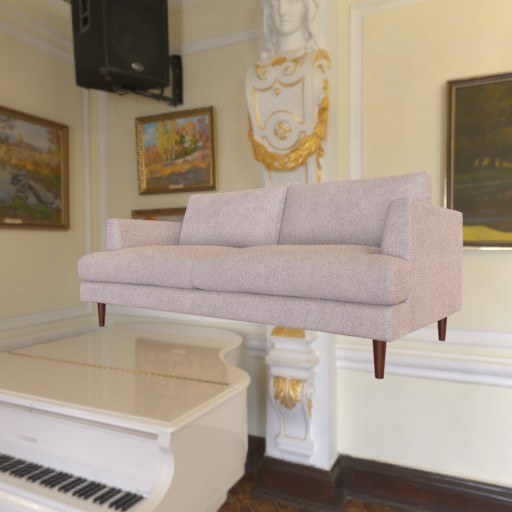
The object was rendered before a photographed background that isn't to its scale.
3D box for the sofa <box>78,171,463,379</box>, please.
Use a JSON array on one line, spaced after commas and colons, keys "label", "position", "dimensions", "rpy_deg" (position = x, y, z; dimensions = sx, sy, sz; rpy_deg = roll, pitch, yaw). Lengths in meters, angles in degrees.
[{"label": "sofa", "position": [0.000, 0.000, 2.479], "dimensions": [1.948, 0.868, 1.020], "rpy_deg": [1, 1, 38]}]
